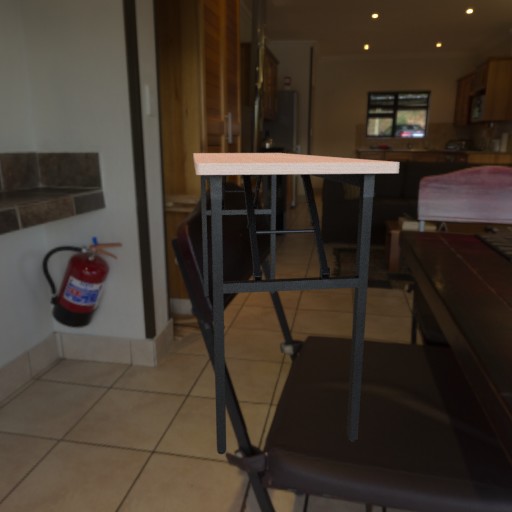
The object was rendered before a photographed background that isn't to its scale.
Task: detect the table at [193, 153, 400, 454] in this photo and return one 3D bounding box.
[{"bbox_3d":[0.000,0.000,1.702,0.447,0.750,1.397,-2,14,-8],"label":"table"}]
